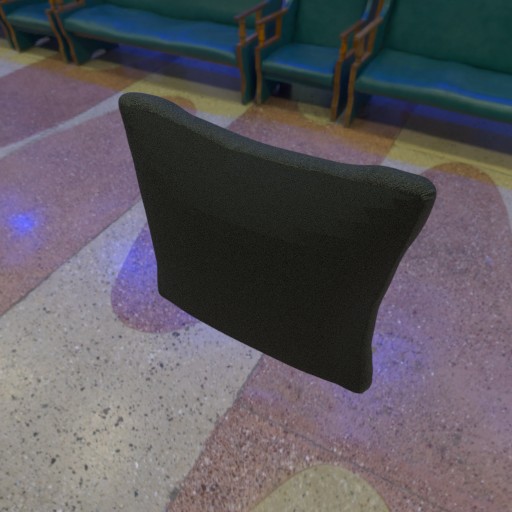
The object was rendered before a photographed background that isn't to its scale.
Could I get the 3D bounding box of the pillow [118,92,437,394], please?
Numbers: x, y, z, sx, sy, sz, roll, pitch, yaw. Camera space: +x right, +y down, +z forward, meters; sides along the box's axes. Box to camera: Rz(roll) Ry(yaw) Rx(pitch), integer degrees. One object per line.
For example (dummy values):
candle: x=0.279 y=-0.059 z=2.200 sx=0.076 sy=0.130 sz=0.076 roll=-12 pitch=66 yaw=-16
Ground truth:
pillow: x=0.000 y=0.000 z=0.815 sx=0.533 sy=0.523 sz=0.210 roll=22 pitch=50 yaw=20
